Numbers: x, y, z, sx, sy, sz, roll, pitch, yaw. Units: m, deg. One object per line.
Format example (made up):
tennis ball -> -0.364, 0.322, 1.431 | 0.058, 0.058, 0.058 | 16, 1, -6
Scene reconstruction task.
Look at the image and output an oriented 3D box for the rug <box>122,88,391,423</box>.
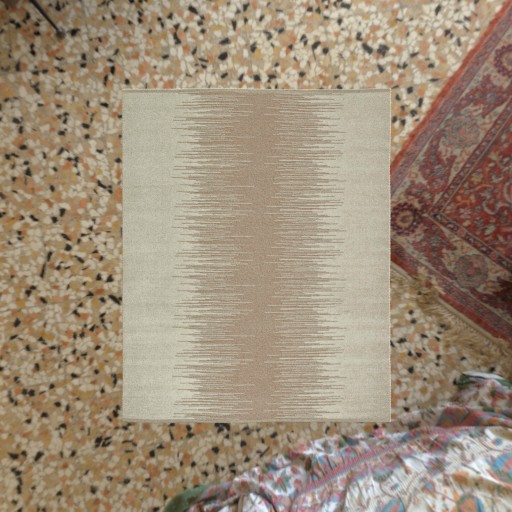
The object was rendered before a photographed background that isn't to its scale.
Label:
rug -> 0.000, 0.000, 4.027 | 2.438, 0.013, 3.048 | 0, 90, 0
